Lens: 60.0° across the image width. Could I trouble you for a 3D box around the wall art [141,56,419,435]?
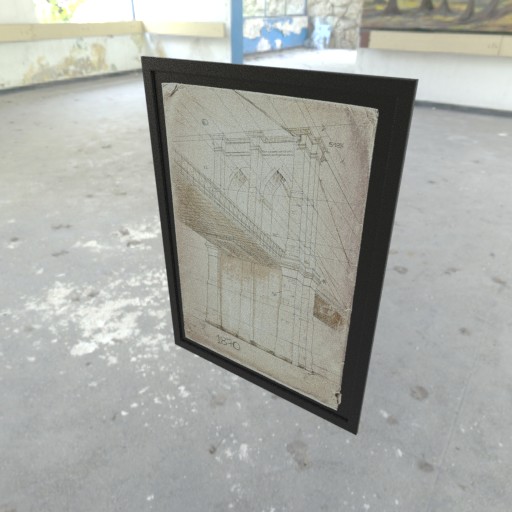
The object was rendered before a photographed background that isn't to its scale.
[{"bbox_3d":[0.000,0.000,1.217,0.707,0.967,0.013,19,35,29],"label":"wall art"}]
